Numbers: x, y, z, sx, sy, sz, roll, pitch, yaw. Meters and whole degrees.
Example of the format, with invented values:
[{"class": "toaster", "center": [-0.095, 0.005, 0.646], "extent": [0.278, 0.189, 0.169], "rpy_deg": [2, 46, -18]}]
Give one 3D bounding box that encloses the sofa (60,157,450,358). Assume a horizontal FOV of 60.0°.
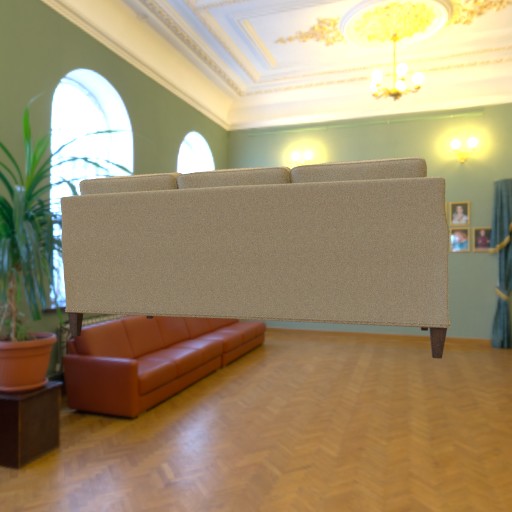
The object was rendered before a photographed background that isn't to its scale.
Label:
[{"class": "sofa", "center": [0.000, 0.000, 2.861], "extent": [2.246, 1.003, 1.084], "rpy_deg": [0, -1, 17]}]
